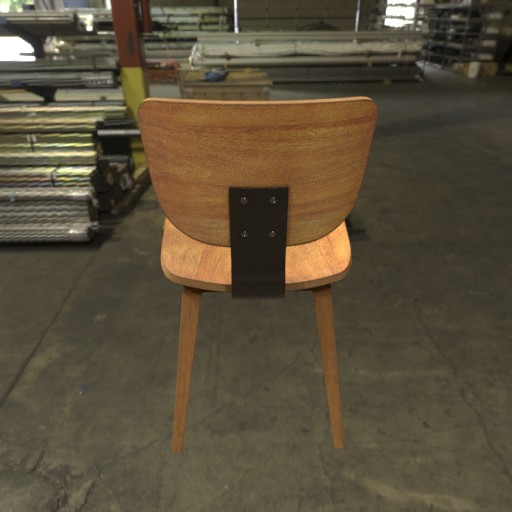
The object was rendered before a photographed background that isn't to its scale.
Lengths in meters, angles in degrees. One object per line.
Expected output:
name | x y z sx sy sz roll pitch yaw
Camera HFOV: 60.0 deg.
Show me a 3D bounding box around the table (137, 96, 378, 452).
table | 0.000 0.000 1.103 0.499 0.805 0.500 -1 29 -1
